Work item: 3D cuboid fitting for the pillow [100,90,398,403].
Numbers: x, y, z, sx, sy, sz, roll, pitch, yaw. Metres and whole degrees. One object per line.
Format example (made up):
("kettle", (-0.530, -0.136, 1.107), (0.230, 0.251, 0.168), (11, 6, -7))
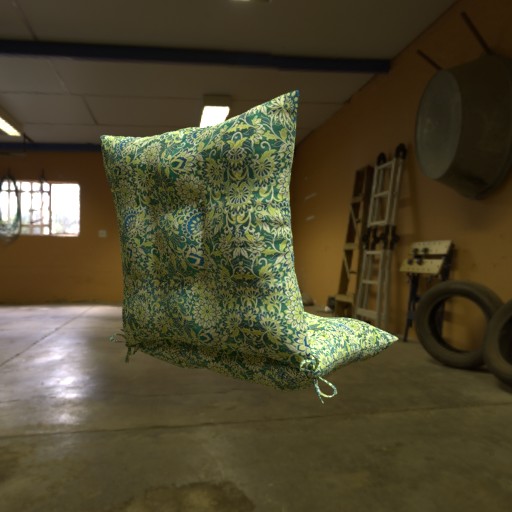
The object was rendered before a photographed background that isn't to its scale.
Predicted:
("pillow", (0.000, 0.000, 1.050), (0.541, 0.536, 0.585), (0, 0, 35))
